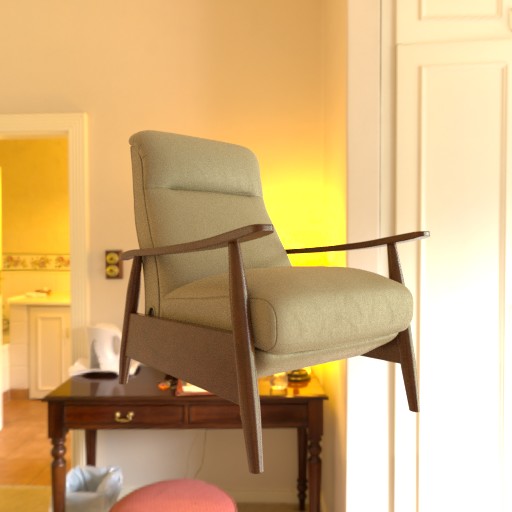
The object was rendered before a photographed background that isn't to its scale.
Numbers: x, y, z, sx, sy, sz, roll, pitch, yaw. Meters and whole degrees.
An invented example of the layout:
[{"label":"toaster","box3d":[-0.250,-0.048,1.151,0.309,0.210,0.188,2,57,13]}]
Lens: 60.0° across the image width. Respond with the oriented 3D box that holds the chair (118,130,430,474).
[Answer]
[{"label":"chair","box3d":[0.000,0.000,1.708,0.762,1.082,1.014,-1,1,-37]}]
